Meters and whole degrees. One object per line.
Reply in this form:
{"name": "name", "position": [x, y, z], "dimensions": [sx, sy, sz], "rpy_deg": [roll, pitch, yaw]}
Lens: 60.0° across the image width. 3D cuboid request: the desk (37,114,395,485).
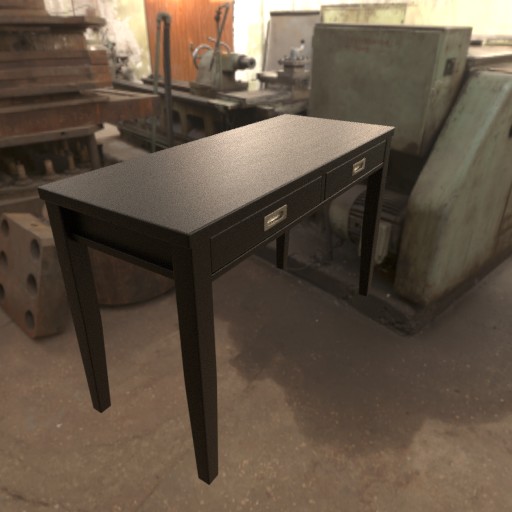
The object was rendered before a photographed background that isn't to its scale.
{"name": "desk", "position": [0.000, 0.000, 1.616], "dimensions": [0.508, 0.775, 1.220], "rpy_deg": [17, 32, 30]}
